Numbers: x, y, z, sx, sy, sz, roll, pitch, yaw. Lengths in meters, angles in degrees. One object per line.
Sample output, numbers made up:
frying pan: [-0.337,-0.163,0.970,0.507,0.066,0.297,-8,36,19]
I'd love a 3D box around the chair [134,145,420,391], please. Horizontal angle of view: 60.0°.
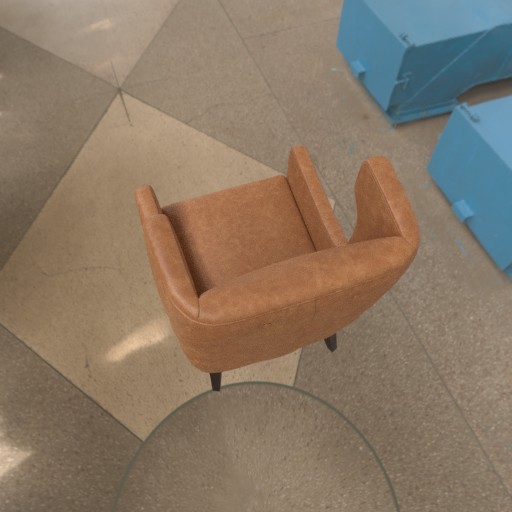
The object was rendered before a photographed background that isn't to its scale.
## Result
chair: [0.000,0.000,1.678,0.766,1.079,0.899,-16,60,-10]
